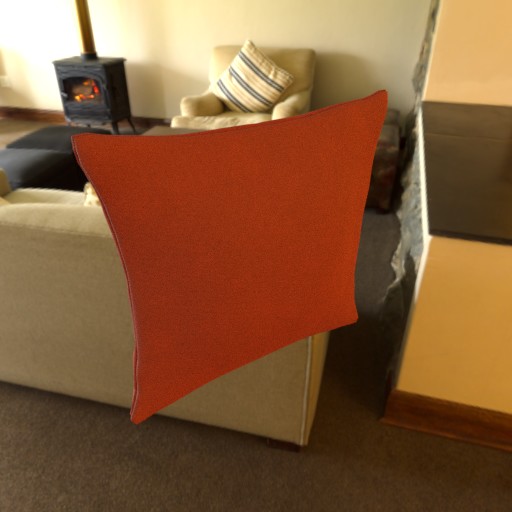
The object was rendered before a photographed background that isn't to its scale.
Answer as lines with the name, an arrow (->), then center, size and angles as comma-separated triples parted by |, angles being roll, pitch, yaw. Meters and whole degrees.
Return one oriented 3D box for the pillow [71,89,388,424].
pillow -> 0.000, 0.000, 0.635 | 0.435, 0.416, 0.151 | -18, 36, -27
